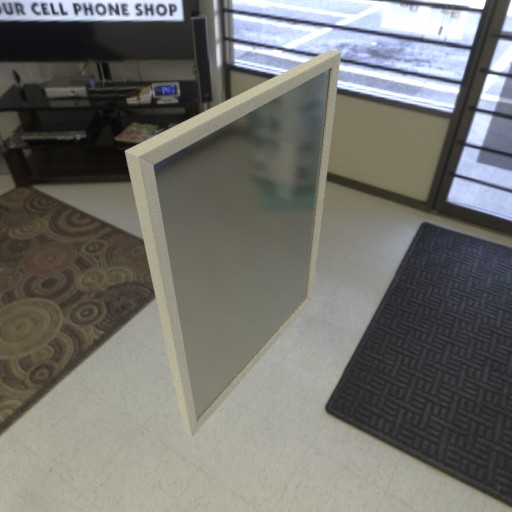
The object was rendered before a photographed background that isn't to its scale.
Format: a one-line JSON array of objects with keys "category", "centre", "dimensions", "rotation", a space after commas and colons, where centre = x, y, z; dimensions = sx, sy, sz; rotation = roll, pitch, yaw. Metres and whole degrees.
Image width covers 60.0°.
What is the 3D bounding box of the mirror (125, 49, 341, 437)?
[{"category": "mirror", "centre": [0.000, 0.000, 1.360], "dimensions": [0.040, 1.016, 0.762], "rotation": [26, 47, 27]}]
